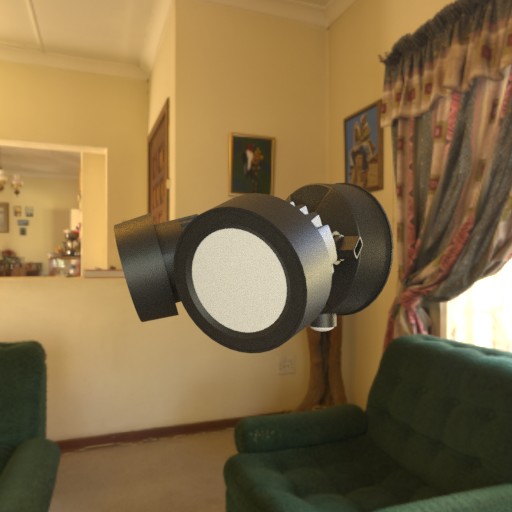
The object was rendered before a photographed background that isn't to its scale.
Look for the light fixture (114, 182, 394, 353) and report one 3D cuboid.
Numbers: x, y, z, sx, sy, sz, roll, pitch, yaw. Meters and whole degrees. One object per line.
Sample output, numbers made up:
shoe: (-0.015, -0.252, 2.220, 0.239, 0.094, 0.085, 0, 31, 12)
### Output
light fixture: (0.000, 0.000, 0.315, 0.168, 0.120, 0.213, 0, 0, -36)
